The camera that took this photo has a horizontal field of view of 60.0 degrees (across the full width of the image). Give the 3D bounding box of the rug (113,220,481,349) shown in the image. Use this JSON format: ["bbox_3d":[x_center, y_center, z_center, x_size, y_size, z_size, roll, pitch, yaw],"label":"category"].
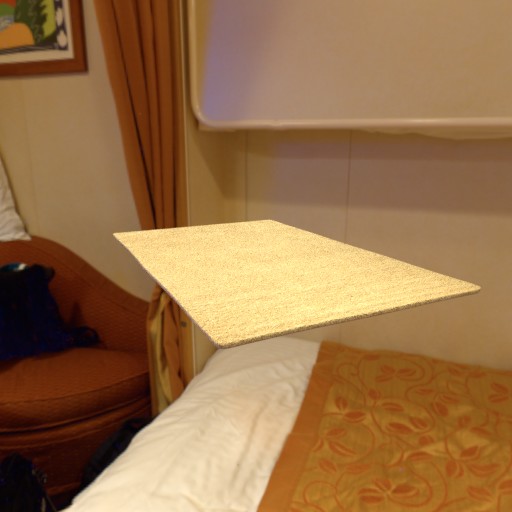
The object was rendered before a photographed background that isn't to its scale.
[{"bbox_3d":[0.000,0.000,3.004,1.500,0.025,2.349,-7,16,-26],"label":"rug"}]
